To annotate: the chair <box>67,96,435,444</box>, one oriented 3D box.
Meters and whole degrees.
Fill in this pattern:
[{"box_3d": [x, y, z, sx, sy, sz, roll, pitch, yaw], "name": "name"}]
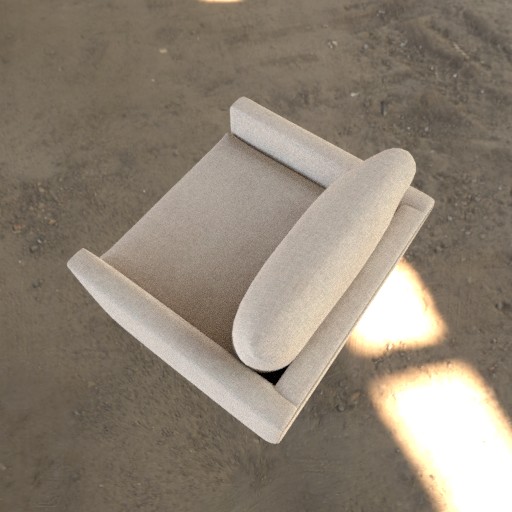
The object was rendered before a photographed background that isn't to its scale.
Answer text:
[{"box_3d": [0.000, 0.000, 1.635, 0.866, 0.861, 0.963, 33, 67, 16], "name": "chair"}]
